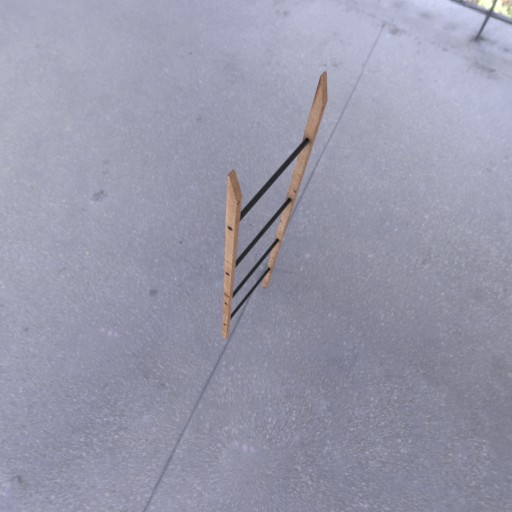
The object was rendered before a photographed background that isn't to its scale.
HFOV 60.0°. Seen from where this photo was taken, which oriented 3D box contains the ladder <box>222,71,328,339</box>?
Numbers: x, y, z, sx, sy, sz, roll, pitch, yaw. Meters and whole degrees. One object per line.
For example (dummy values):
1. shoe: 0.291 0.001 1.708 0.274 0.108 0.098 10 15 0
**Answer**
1. ladder: 0.000 0.000 1.975 0.200 1.805 0.442 34 69 15
